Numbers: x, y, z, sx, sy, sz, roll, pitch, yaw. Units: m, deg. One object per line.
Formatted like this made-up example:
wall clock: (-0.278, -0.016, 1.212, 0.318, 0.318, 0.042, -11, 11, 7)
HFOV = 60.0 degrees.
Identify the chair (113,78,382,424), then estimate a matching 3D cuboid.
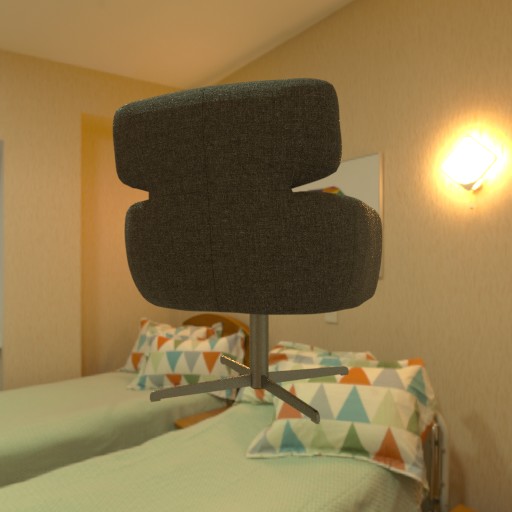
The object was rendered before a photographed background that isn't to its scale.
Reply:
chair: (0.000, 0.000, 1.348, 0.706, 0.812, 0.715, 0, 0, 20)
